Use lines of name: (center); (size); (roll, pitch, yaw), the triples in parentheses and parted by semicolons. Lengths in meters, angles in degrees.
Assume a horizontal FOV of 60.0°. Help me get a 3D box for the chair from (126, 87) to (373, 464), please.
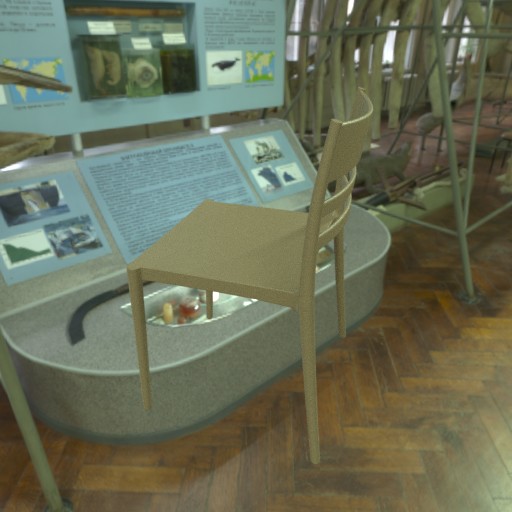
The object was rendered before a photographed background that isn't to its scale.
chair: (0.000, 0.000, 1.168); (0.511, 0.800, 0.531); (8, 29, 15)
